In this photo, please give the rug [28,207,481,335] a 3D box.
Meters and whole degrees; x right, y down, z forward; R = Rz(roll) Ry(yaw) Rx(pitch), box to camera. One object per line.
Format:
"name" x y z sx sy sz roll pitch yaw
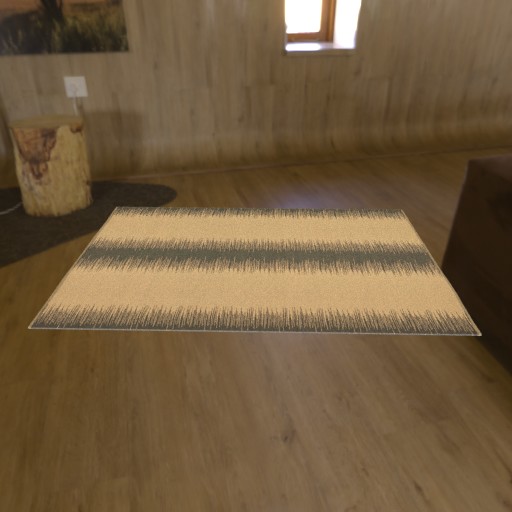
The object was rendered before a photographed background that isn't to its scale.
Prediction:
"rug" 0.000 0.000 2.332 1.854 0.006 1.234 1 30 1
